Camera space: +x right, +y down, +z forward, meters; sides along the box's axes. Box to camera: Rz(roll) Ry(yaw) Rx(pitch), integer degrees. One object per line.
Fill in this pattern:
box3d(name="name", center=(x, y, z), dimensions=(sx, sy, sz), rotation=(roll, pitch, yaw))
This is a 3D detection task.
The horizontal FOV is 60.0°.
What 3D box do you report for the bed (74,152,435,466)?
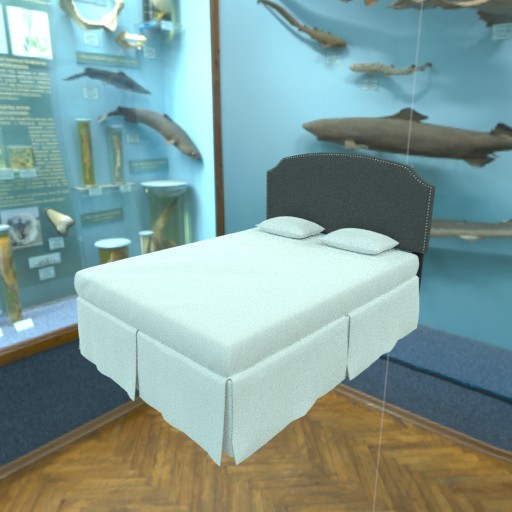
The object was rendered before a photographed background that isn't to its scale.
box3d(name="bed", center=(0.000, 0.000, 2.985), dimensions=(1.558, 1.270, 1.999), rotation=(15, 22, 41))
